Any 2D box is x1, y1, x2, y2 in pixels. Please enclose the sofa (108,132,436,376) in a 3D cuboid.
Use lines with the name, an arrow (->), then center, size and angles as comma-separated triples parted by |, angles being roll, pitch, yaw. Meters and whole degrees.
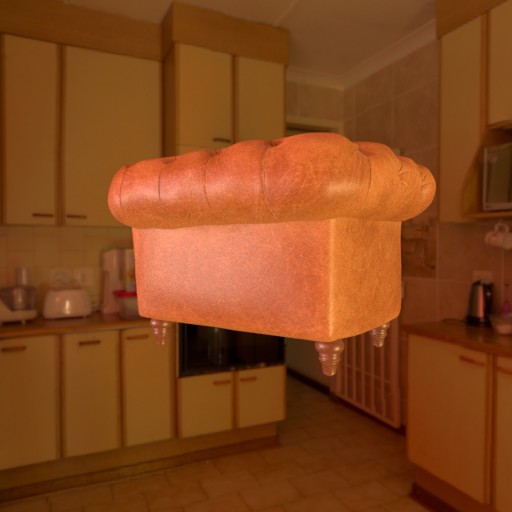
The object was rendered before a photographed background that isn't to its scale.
sofa -> 0.000, 0.000, 2.055 | 1.405, 0.878, 1.033 | 1, 1, 35
